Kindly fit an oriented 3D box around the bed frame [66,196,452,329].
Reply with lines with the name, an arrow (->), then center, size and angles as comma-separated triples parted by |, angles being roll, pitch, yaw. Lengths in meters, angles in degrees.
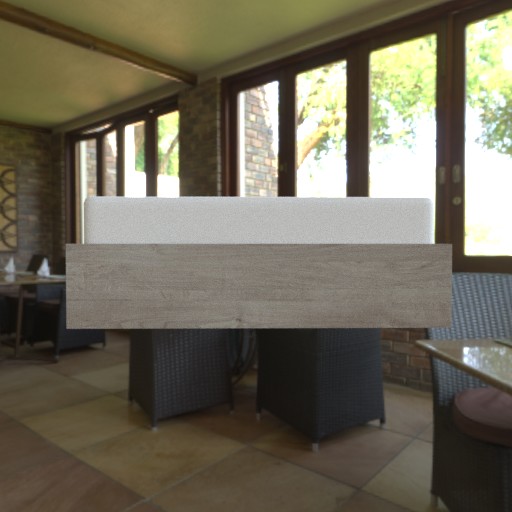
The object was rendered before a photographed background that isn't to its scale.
bed frame -> 0.000, 0.000, 2.630 | 1.445, 0.497, 1.945 | 0, 1, -1
